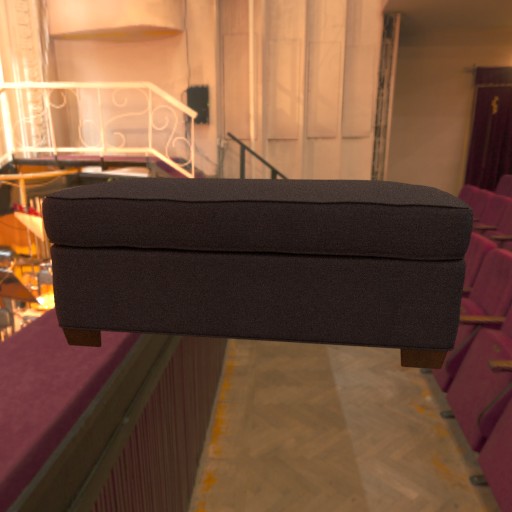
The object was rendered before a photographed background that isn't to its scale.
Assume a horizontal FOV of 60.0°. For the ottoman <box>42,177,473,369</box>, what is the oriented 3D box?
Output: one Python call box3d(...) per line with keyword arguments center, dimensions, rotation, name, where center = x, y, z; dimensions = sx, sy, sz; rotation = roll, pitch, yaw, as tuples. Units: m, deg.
box3d(center=(0.000, 0.000, 1.375), dimensions=(1.110, 0.460, 0.515), rotation=(2, 15, 8), name="ottoman")
